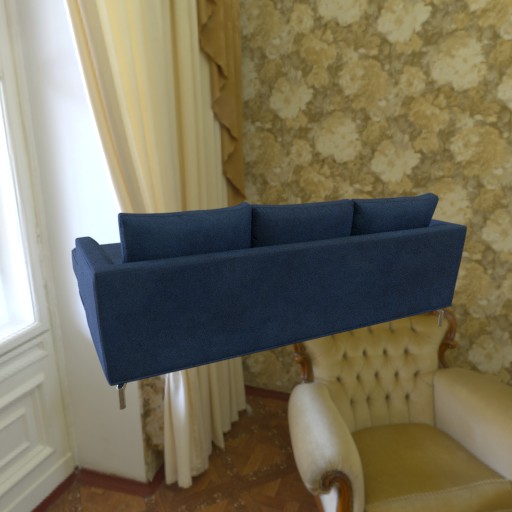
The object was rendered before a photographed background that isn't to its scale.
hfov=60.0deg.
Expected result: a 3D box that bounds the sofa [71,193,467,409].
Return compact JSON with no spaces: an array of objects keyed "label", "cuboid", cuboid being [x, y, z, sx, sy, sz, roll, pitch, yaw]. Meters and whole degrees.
[{"label":"sofa","cuboid":[0.000,0.000,3.255,2.438,0.987,1.622,-7,16,-26]}]
